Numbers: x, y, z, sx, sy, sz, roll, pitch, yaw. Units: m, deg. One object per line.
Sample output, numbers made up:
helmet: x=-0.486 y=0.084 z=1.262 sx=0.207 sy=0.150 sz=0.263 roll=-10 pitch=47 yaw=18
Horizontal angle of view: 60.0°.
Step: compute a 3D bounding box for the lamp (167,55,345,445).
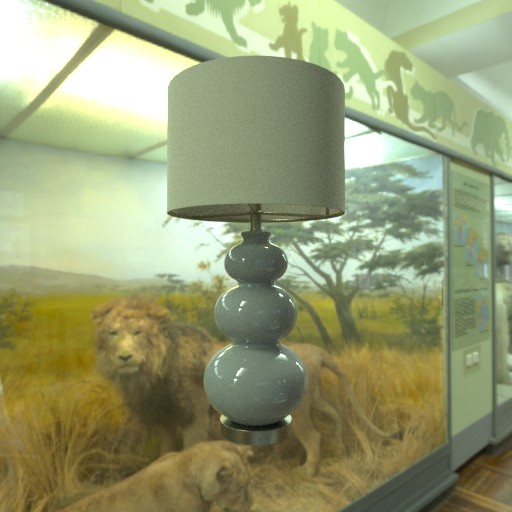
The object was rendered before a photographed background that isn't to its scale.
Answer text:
lamp: x=0.000 y=0.000 z=0.930 sx=0.367 sy=0.730 sz=0.367 roll=0 pitch=-1 yaw=16
